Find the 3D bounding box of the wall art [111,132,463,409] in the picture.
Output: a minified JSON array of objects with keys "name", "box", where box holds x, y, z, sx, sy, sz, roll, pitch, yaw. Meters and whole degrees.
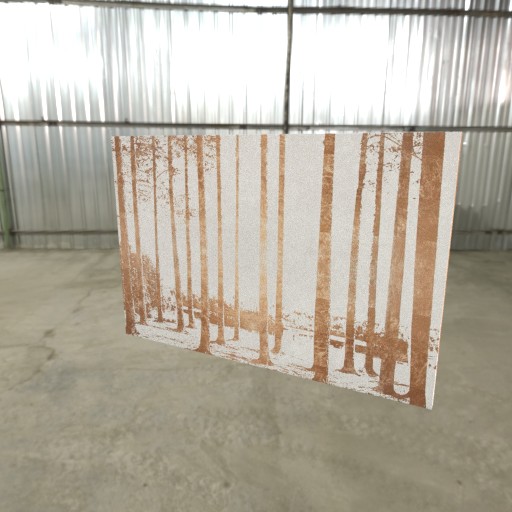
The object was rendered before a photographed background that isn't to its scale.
[{"name":"wall art","box":[0.000,0.000,1.151,0.914,0.609,0.035,7,16,26]}]
